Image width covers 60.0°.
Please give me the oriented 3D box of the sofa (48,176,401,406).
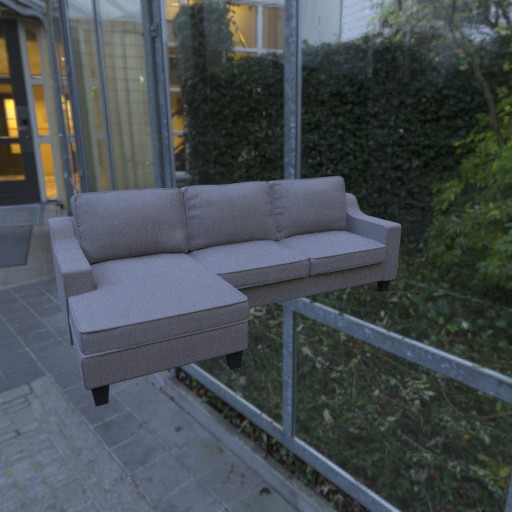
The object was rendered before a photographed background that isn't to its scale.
[{"bbox_3d":[0.000,0.000,3.152,2.561,0.928,1.294,-9,19,-27],"label":"sofa"}]
